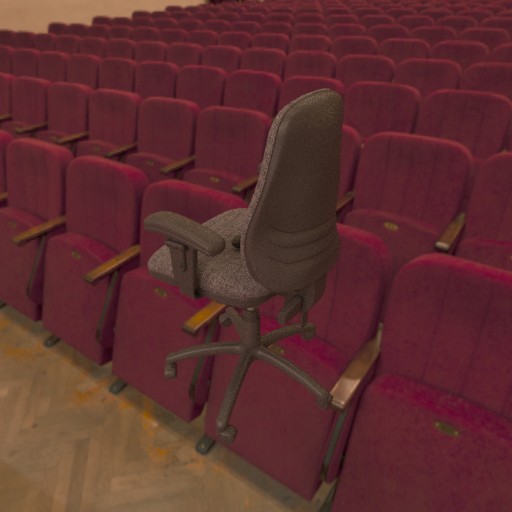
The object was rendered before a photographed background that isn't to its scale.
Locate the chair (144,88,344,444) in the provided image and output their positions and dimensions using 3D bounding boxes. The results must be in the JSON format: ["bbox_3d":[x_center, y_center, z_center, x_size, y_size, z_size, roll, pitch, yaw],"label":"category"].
[{"bbox_3d":[0.000,0.000,1.235,0.530,0.910,0.550,20,36,30],"label":"chair"}]
